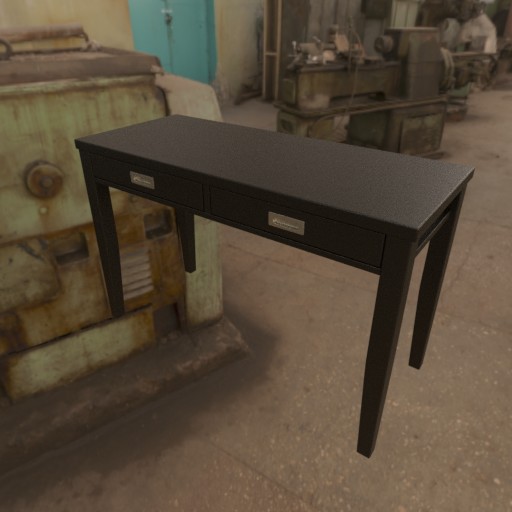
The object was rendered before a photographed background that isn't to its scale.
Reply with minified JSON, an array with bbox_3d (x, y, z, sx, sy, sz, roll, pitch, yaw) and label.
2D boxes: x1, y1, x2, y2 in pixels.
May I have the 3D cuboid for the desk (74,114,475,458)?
[{"bbox_3d":[0.000,0.000,1.621,1.220,0.775,0.508,20,35,31],"label":"desk"}]
